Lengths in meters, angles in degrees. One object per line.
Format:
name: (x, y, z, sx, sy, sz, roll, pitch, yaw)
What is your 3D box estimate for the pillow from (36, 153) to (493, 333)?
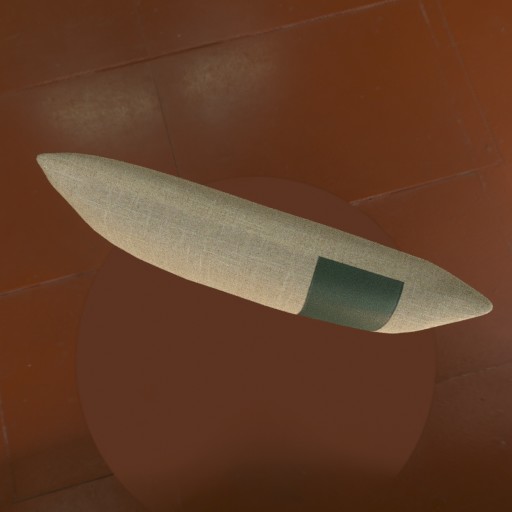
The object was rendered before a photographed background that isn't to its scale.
pillow: (0.000, 0.000, 0.994, 0.859, 0.429, 0.197, 18, 79, 4)
